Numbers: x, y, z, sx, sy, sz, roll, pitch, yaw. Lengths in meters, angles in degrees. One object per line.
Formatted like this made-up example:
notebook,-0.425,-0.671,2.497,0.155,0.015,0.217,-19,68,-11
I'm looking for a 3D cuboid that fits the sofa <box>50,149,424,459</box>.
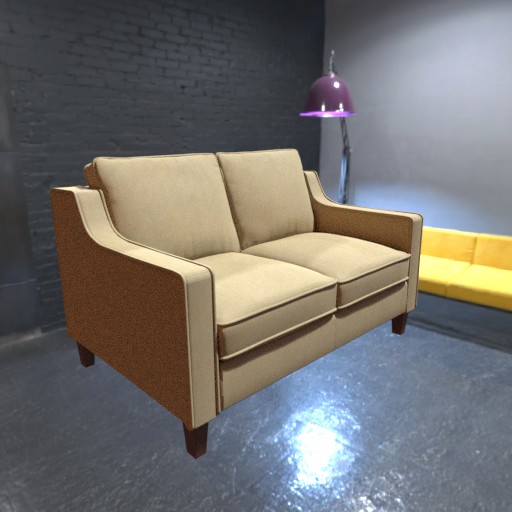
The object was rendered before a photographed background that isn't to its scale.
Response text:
sofa,0.000,0.000,2.131,1.501,0.971,0.987,-14,20,-42
